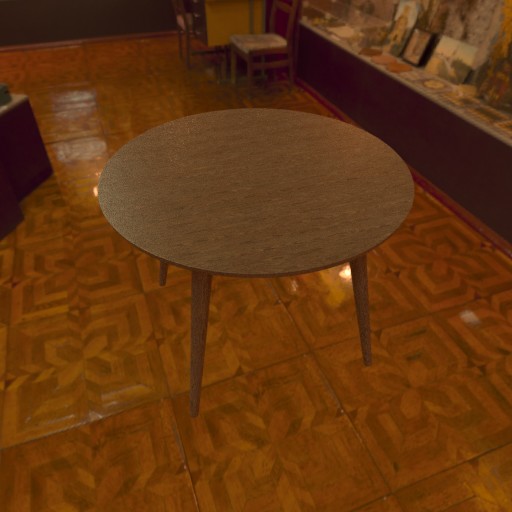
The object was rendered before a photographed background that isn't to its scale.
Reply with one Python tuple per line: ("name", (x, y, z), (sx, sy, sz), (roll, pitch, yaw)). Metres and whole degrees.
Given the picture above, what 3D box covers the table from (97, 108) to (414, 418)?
("table", (0.000, 0.000, 1.782), (1.053, 0.786, 1.053), (0, 41, 0))
